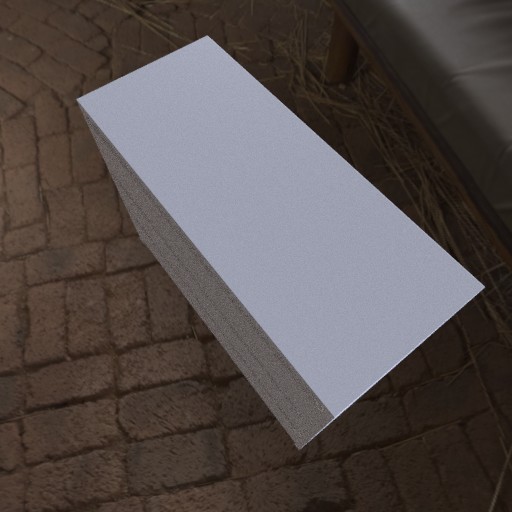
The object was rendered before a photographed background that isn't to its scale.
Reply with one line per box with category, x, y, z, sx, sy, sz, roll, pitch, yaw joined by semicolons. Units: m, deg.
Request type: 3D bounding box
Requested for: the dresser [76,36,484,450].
dresser;0.000;0.000;1.503;0.460;0.820;1.100;-34;67;-17
